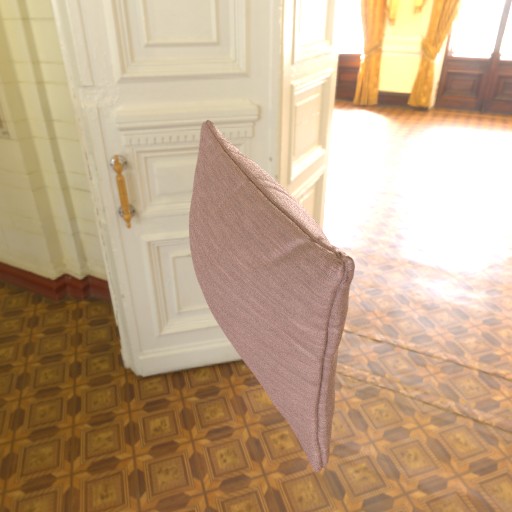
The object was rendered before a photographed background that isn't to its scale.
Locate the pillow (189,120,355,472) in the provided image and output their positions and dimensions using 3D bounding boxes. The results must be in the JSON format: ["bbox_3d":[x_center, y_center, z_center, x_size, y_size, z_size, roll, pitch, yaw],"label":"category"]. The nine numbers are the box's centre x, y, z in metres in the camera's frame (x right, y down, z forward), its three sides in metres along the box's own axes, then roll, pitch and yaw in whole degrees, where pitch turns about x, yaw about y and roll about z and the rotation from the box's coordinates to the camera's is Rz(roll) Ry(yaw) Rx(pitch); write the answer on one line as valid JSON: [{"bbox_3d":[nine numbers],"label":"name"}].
[{"bbox_3d":[0.000,0.000,0.787,0.210,0.338,0.633,-10,32,-16],"label":"pillow"}]
